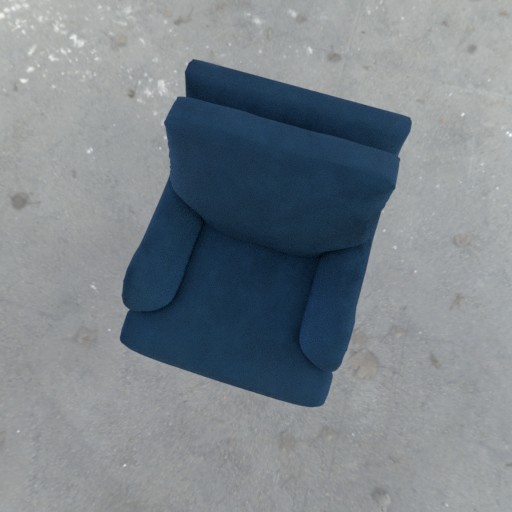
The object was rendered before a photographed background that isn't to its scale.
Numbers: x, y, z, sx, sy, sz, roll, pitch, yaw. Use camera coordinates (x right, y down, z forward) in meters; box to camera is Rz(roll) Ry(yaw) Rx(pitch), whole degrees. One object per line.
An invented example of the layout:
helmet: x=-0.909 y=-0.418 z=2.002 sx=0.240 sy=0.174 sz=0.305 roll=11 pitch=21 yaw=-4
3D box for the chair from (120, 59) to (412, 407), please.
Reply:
chair: x=0.000 y=0.000 z=1.889 sx=0.895 sy=1.076 sz=1.078 roll=17 pitch=77 yaw=4
